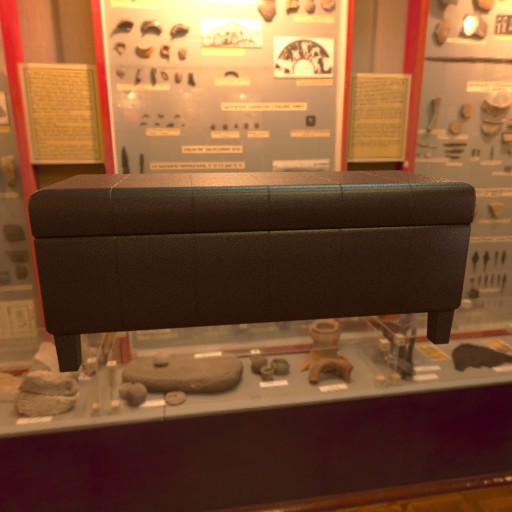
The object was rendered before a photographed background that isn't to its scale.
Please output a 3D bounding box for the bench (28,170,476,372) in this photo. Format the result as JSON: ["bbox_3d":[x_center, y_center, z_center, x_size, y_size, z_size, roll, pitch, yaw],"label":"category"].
[{"bbox_3d":[0.000,0.000,1.311,1.092,0.457,0.429,-2,16,-8],"label":"bench"}]
